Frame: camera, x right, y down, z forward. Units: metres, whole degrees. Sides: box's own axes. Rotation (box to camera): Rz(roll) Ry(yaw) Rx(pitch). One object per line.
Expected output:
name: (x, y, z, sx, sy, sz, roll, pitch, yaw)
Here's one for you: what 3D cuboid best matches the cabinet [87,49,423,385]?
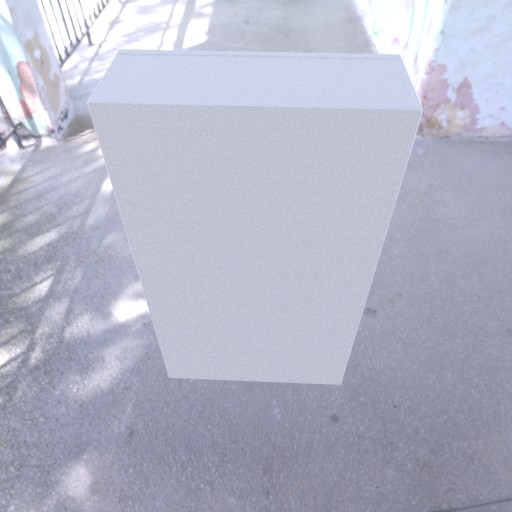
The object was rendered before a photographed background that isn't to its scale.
cabinet: (0.000, 0.000, 2.593, 1.250, 2.160, 0.480, 2, 47, 2)
